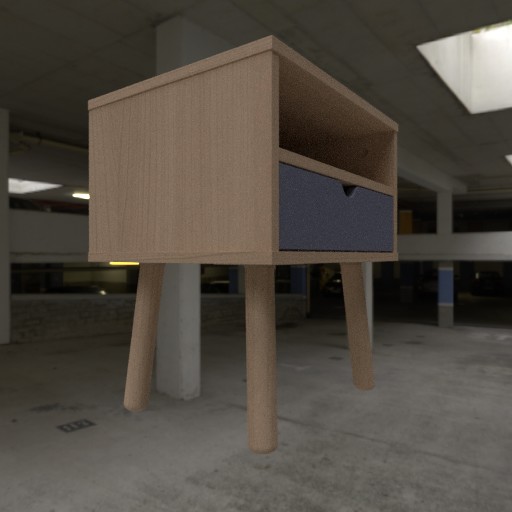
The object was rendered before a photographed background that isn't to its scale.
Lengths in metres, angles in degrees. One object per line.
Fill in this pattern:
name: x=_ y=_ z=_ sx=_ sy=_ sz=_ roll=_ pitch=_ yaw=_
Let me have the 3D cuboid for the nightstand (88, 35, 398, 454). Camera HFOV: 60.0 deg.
nightstand: x=0.000 y=0.000 z=0.825 sx=0.380 sy=0.530 sz=0.450 roll=0 pitch=0 yaw=36
